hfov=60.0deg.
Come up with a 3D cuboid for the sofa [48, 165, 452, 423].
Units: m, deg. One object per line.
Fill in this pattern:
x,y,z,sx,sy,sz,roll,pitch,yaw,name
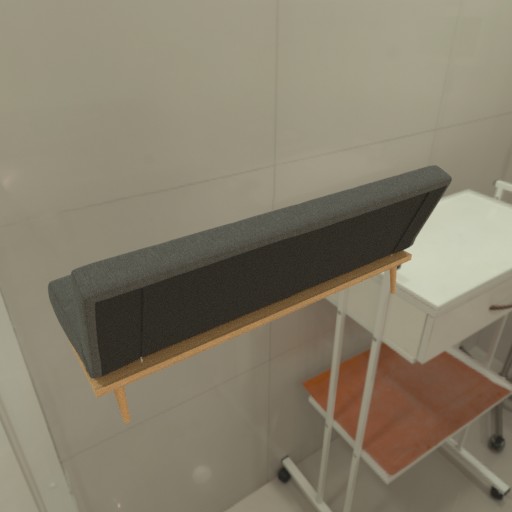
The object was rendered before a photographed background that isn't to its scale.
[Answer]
0.000,0.000,2.179,1.820,0.770,0.820,-19,35,-30,sofa
